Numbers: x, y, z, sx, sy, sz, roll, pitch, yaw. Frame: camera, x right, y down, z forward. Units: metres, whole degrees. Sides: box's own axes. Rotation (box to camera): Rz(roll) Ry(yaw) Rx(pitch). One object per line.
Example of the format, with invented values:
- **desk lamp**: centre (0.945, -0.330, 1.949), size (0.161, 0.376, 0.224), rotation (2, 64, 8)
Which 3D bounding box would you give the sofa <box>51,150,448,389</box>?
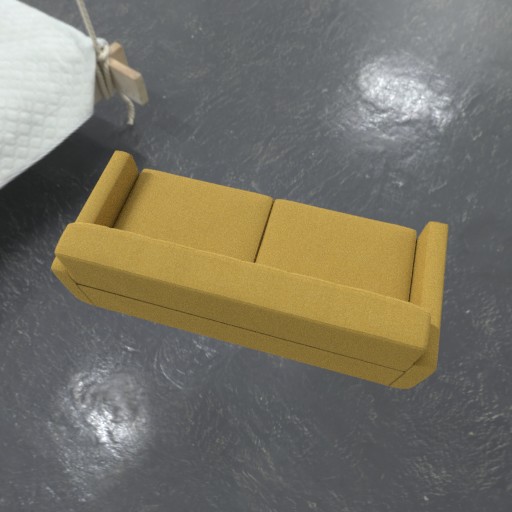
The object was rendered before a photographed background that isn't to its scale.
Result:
- **sofa**: centre (0.000, 0.000, 2.563), size (2.029, 0.841, 0.909), rotation (14, 63, 7)
